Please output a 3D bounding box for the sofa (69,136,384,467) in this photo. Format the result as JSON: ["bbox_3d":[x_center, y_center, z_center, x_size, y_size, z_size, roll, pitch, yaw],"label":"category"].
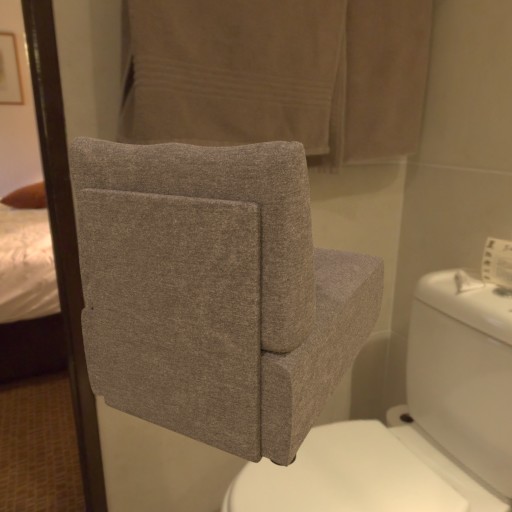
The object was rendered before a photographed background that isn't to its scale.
[{"bbox_3d":[0.000,0.000,1.555,0.700,0.820,1.000,9,18,27],"label":"sofa"}]
